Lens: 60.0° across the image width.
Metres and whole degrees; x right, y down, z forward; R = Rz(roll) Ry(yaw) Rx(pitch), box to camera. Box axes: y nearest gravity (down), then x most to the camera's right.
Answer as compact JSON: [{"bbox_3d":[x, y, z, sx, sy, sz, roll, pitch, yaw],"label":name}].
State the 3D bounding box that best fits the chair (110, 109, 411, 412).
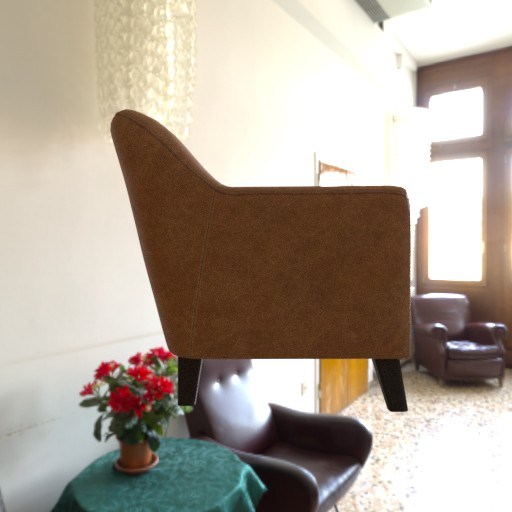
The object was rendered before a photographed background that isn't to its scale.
[{"bbox_3d":[0.000,0.000,1.863,1.034,0.980,1.037,0,1,-1],"label":"chair"}]
